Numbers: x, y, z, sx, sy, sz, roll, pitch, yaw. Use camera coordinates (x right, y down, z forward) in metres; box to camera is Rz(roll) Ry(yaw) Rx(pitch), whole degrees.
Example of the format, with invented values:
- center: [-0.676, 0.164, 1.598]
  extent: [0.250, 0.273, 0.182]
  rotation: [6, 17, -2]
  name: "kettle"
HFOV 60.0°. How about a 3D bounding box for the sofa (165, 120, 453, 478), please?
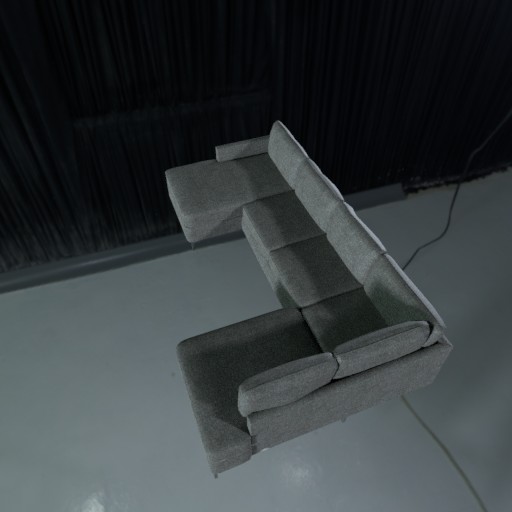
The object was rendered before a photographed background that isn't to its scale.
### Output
- center: [0.000, 0.000, 4.454]
  extent: [2.048, 0.999, 3.423]
  rotation: [-16, 49, -14]
  name: "sofa"
